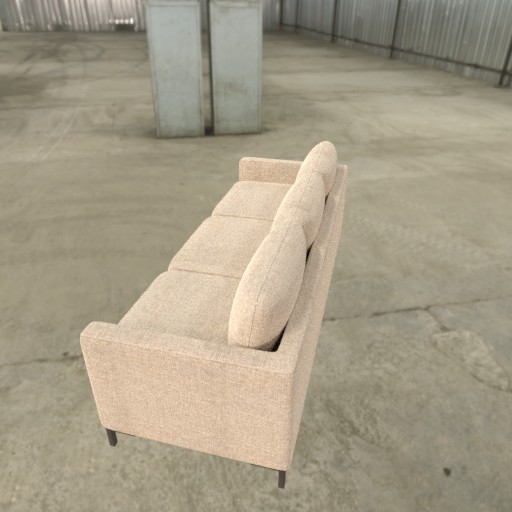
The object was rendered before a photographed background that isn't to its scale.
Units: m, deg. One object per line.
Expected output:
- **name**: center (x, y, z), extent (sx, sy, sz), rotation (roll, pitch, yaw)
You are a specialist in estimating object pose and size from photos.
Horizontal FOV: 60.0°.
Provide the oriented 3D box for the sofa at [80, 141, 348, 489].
- **sofa**: center (0.000, 0.000, 2.610), extent (0.859, 0.874, 2.218), rotation (8, 31, 13)
